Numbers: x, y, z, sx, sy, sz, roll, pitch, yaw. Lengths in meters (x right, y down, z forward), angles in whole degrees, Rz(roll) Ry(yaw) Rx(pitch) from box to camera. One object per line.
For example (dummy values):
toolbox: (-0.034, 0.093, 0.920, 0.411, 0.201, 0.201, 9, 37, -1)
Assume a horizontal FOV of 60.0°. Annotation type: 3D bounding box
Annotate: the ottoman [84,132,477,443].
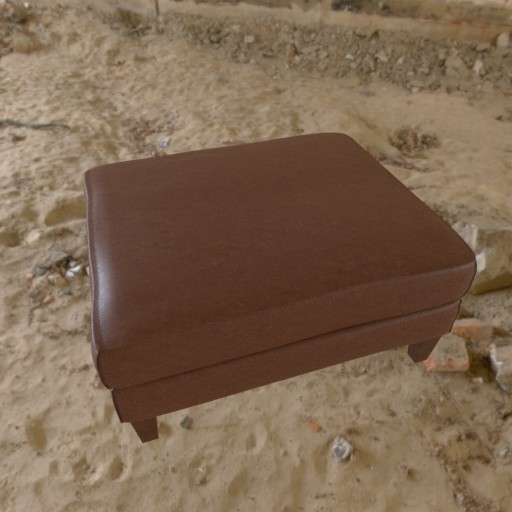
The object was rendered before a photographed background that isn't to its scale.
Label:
ottoman: (0.000, 0.000, 1.434, 0.987, 0.472, 0.836, -12, 42, -14)
